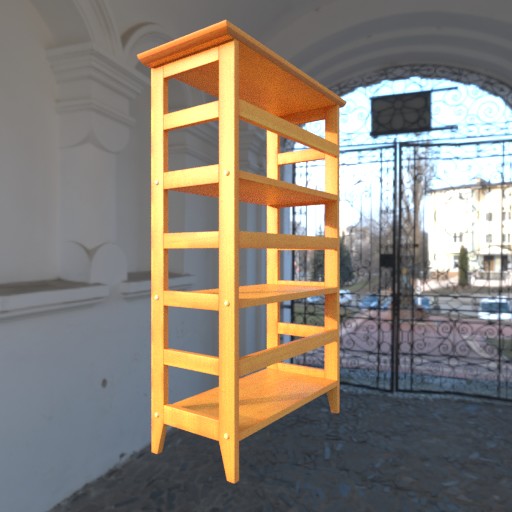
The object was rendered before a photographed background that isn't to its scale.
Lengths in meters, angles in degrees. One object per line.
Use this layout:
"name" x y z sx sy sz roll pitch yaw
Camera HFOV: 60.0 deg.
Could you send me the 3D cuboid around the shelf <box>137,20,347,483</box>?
"shelf" 0.000 0.000 1.357 0.305 1.067 0.660 0 0 35
